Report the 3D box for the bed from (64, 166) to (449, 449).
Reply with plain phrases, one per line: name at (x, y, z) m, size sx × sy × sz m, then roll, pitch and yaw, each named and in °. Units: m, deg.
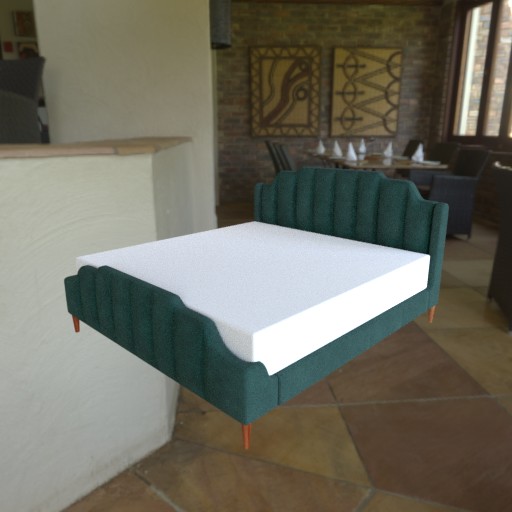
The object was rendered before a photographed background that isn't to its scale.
bed at (0.000, 0.000, 3.558) m, size 2.074 × 1.245 × 2.340 m, roll 15°, pitch 22°, yaw 42°
